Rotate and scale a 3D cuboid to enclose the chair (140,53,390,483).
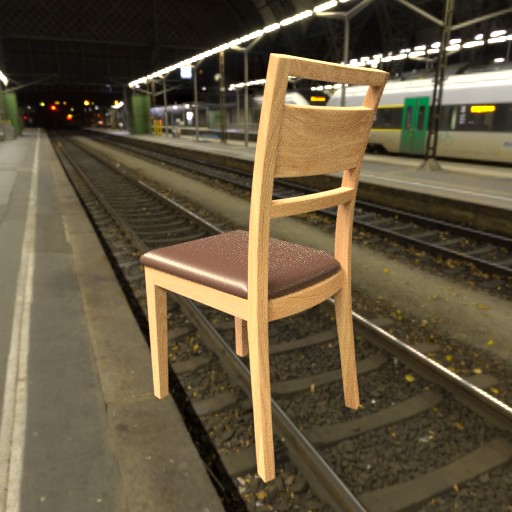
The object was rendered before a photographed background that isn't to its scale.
[{"bbox_3d":[0.000,0.000,1.214,0.545,0.940,0.420,16,23,41],"label":"chair"}]
